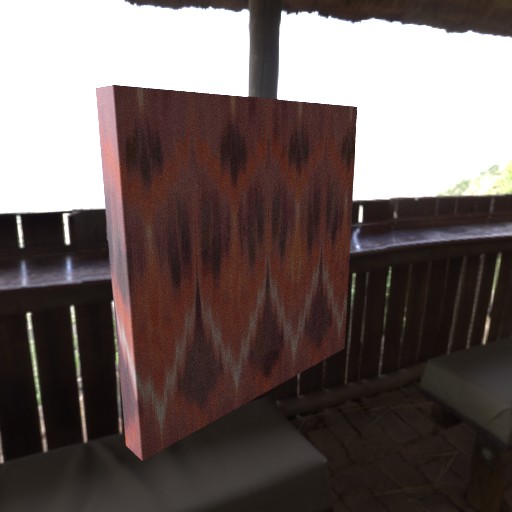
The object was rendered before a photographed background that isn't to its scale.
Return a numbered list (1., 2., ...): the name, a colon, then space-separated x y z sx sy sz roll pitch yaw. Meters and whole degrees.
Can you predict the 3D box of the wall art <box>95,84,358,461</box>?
1. wall art: 0.000 0.000 0.606 0.403 0.406 0.038 -14 20 -43
